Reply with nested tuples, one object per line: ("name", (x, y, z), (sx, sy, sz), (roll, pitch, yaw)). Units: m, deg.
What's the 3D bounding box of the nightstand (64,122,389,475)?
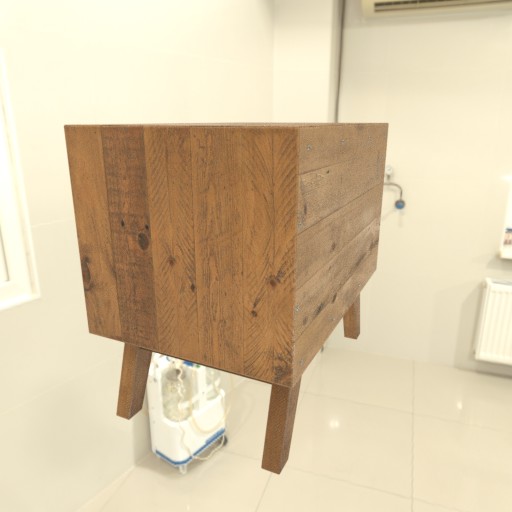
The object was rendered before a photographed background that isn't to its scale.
("nightstand", (0.000, 0.000, 1.047), (0.450, 0.599, 0.650), (8, 19, 25))
